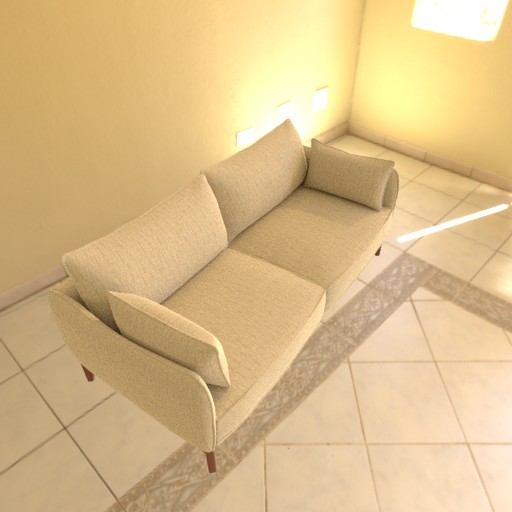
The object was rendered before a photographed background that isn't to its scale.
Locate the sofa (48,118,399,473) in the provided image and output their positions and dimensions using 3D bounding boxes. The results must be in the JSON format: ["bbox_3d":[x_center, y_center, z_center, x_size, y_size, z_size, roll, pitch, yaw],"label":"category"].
[{"bbox_3d":[0.000,0.000,2.510,0.991,0.860,1.989,24,46,26],"label":"sofa"}]
